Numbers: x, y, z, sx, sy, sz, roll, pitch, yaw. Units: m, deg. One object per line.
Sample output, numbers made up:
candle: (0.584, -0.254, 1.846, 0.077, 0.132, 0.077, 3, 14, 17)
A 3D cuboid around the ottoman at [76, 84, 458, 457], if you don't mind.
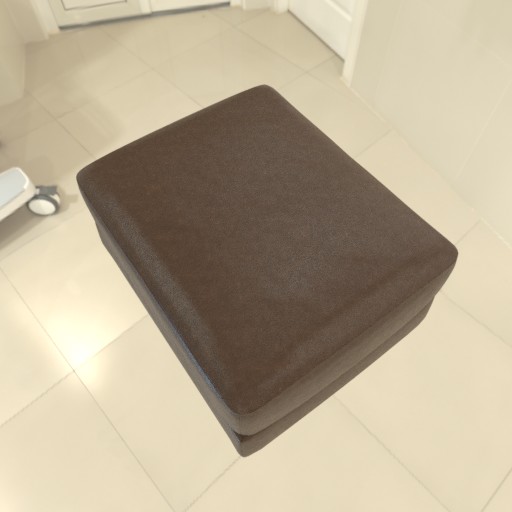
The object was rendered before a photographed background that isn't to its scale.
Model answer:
ottoman: (0.000, 0.000, 1.153, 0.603, 0.476, 0.751, -31, 63, -18)
